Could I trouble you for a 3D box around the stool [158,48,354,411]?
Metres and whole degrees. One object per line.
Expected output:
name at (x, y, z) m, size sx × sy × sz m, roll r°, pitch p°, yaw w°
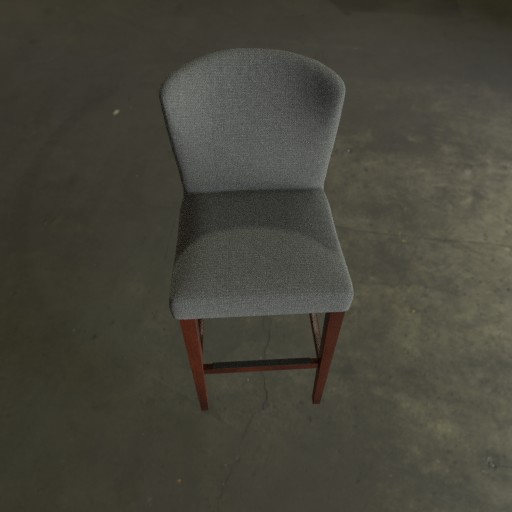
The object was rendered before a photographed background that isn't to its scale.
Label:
stool at (0.000, 0.000, 1.400) m, size 0.486 × 1.069 × 0.568 m, roll -3°, pitch 47°, yaw -2°
